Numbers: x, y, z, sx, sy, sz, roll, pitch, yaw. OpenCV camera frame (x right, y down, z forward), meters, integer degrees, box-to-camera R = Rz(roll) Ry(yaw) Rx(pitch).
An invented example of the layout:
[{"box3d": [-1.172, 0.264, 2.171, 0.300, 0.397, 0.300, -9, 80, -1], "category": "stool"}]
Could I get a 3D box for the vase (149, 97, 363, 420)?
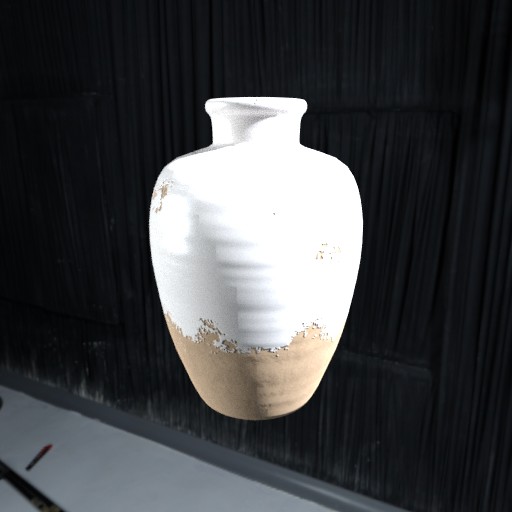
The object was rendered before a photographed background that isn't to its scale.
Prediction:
[{"box3d": [0.000, 0.000, 0.344, 0.158, 0.228, 0.158, 0, 17, 0], "category": "vase"}]
